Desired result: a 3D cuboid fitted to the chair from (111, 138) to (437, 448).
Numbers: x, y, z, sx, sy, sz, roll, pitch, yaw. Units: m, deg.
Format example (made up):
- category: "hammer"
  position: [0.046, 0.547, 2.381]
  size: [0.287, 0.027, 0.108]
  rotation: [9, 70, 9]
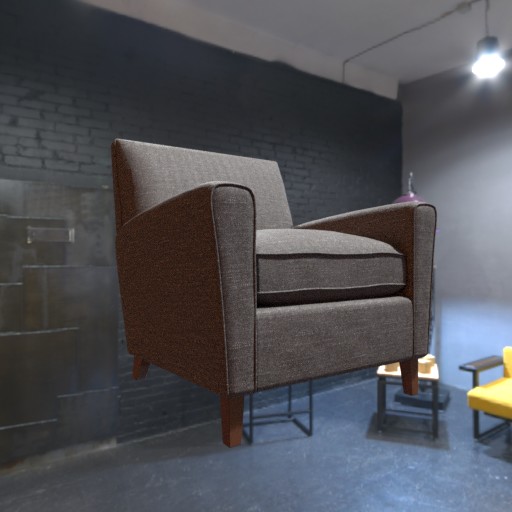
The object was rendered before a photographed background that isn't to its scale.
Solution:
- category: "chair"
  position: [0.000, 0.000, 1.561]
  size: [0.838, 0.885, 0.875]
  rotation: [0, 0, -34]
